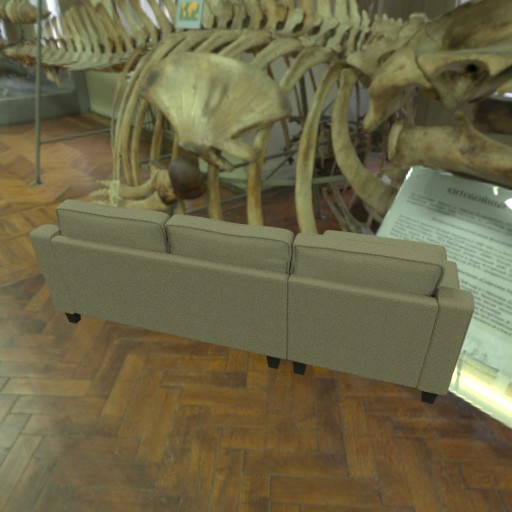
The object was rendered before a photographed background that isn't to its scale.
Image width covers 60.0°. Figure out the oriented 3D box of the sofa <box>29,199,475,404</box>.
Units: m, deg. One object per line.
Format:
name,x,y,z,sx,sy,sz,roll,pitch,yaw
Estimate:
sofa,0.000,0.000,3.071,2.561,0.928,1.294,9,30,16
